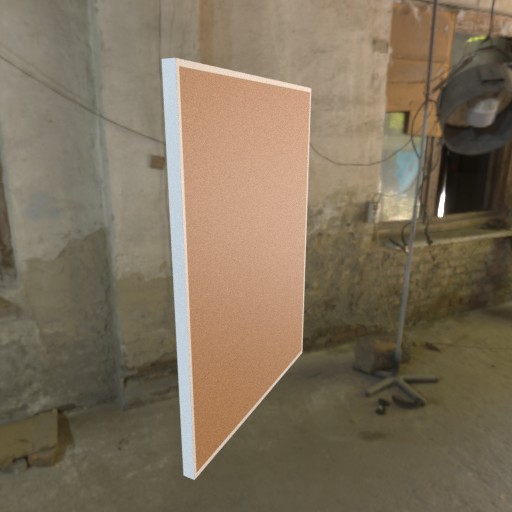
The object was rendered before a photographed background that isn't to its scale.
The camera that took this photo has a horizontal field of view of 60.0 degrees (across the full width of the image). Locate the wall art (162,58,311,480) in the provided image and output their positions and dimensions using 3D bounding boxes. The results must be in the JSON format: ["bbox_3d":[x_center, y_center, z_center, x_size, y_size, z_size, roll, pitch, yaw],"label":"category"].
[{"bbox_3d":[0.000,0.000,1.398,0.039,1.050,0.795,8,18,26],"label":"wall art"}]
